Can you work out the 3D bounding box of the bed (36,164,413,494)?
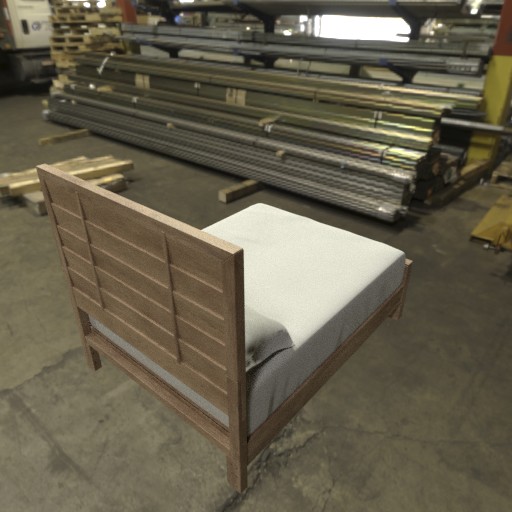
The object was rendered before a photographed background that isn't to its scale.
[{"bbox_3d":[0.000,0.000,3.347,1.626,1.626,2.197,23,38,34],"label":"bed"}]
